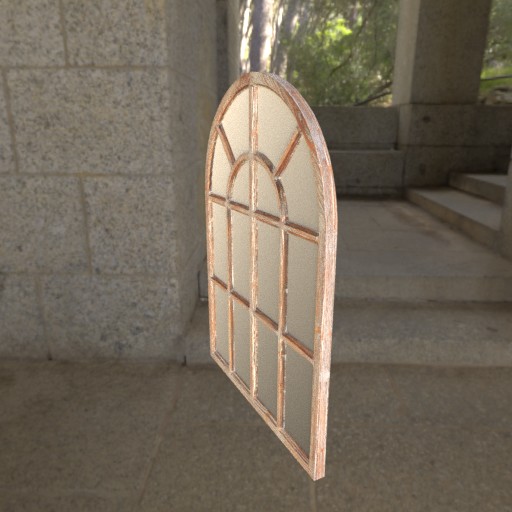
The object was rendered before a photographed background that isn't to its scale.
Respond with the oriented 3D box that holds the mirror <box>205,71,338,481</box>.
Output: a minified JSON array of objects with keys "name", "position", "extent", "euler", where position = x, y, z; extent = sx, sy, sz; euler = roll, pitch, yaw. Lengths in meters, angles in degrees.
[{"name":"mirror","position":[0.000,0.000,1.195],"extent":[0.032,0.920,0.660],"euler":[-8,19,-26]}]
